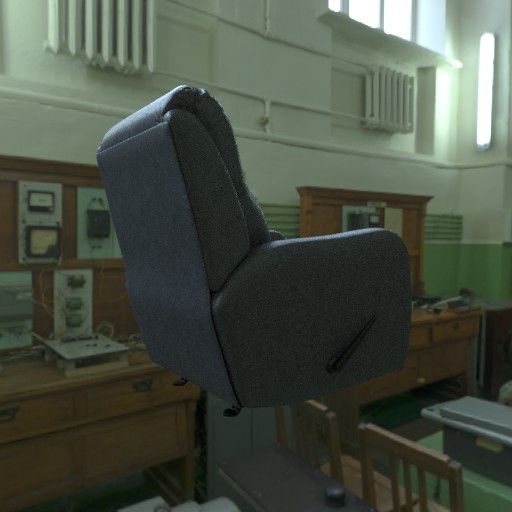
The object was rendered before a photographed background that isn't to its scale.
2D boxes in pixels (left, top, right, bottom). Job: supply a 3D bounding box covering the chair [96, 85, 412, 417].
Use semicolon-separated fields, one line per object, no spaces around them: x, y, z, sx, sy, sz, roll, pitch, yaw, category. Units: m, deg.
0.000;0.000;1.799;1.067;1.067;0.865;-2;3;-37;chair
